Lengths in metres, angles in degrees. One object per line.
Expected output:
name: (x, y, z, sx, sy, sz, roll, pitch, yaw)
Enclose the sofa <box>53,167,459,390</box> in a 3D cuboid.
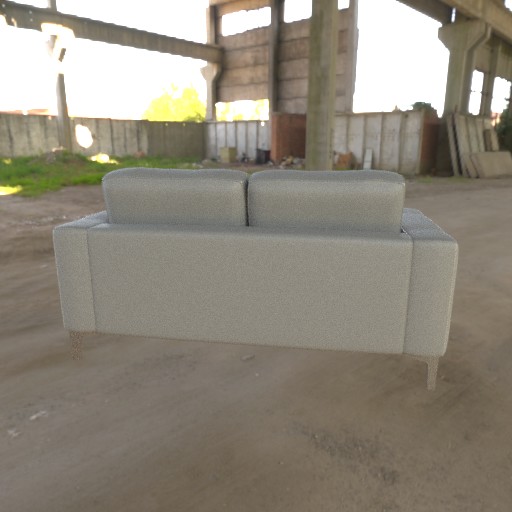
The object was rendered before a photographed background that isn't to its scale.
sofa: (0.000, 0.000, 2.239, 1.726, 0.892, 0.833, 2, 15, 9)
